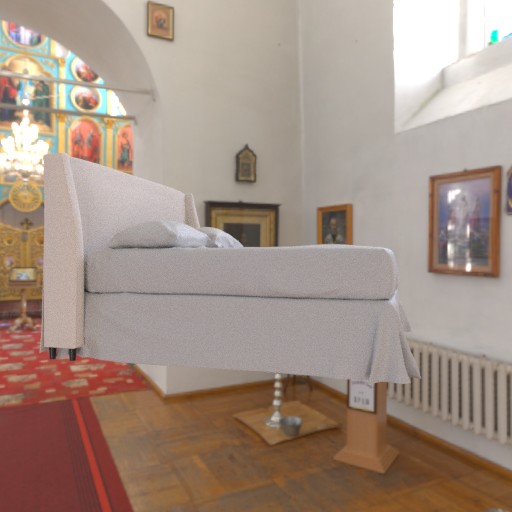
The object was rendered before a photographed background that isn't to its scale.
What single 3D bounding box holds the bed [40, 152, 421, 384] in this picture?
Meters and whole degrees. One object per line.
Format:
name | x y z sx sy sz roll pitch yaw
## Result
bed | 0.000 0.000 3.369 2.276 1.332 1.925 0 -1 18
